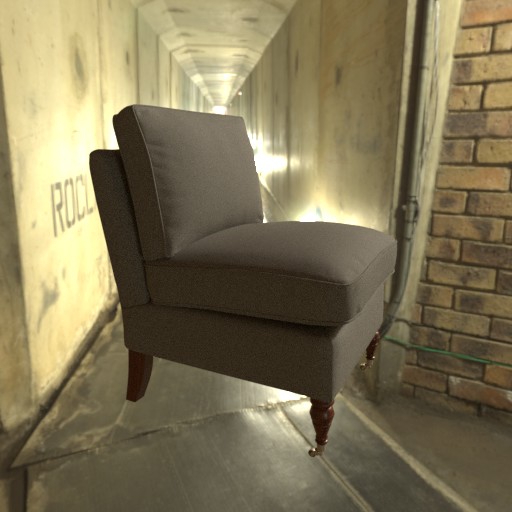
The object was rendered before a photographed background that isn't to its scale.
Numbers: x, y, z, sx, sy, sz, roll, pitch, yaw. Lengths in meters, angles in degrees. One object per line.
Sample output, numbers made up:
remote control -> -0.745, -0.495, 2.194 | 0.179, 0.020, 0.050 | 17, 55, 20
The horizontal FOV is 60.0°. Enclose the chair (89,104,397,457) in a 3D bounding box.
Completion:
chair -> 0.000, 0.000, 1.649 | 0.924, 1.045, 0.724 | 7, 15, 27
